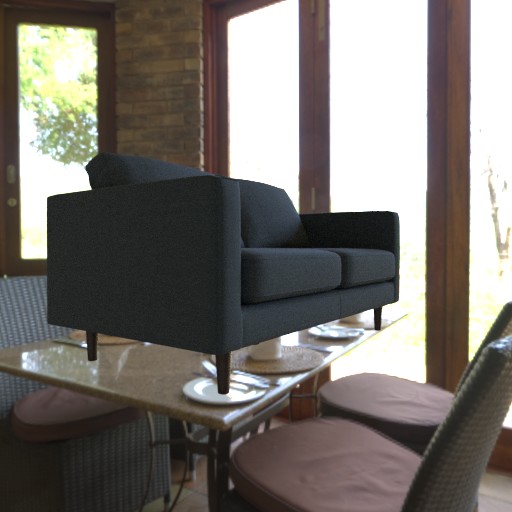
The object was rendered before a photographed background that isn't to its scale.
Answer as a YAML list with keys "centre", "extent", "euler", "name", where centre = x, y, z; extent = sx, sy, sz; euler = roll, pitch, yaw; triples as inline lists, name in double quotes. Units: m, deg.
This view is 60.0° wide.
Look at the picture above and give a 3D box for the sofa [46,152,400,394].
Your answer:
- centre: [0.000, 0.000, 2.257]
  extent: [0.999, 0.907, 1.659]
  euler: [1, 1, 36]
  name: "sofa"
